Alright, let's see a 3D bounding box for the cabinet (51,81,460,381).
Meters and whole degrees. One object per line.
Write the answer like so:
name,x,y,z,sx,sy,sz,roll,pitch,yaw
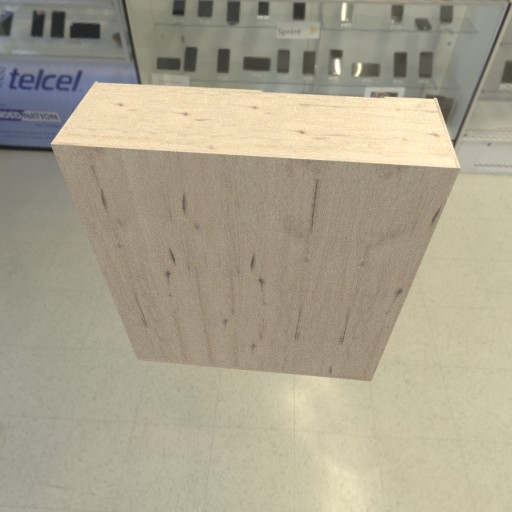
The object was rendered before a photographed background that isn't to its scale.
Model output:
cabinet,0.000,0.000,3.180,2.000,2.180,0.660,4,48,4
